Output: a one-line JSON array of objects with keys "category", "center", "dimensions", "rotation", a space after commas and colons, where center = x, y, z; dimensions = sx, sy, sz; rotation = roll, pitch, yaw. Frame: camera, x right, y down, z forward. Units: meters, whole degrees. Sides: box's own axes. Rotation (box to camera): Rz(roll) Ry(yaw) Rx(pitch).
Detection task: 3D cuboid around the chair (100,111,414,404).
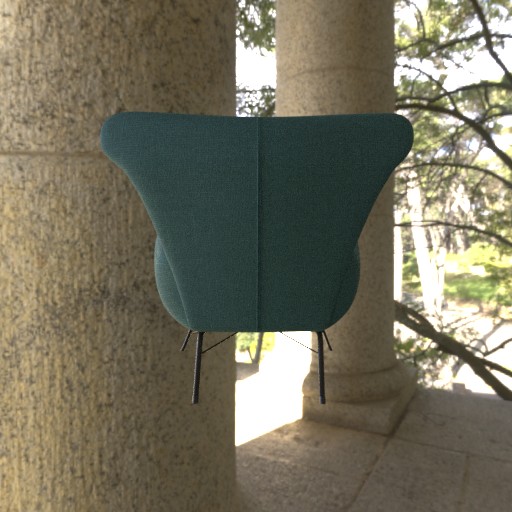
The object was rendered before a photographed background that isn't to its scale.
[{"category": "chair", "center": [0.000, 0.000, 1.798], "dimensions": [1.050, 0.980, 0.900], "rotation": [0, 1, -1]}]
